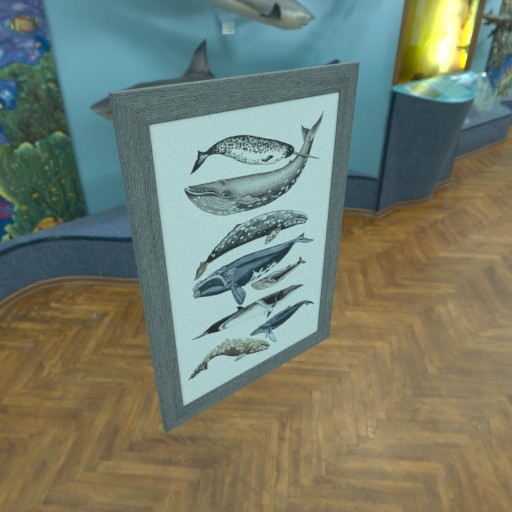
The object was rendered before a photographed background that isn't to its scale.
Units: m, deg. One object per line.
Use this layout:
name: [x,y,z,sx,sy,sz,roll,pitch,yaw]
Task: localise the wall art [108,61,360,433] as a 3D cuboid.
wall art: [0.000,0.000,1.397,0.768,1.070,0.020,-22,37,-32]
